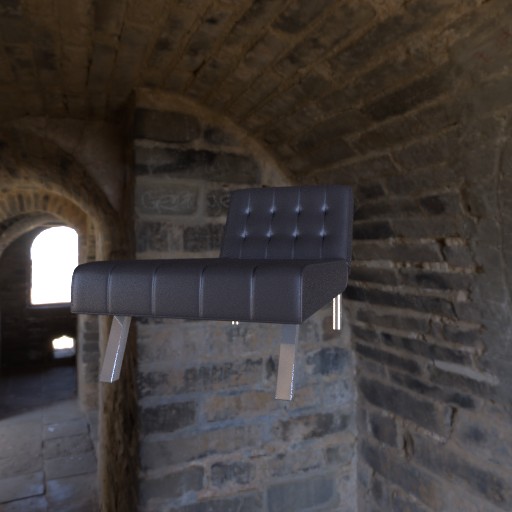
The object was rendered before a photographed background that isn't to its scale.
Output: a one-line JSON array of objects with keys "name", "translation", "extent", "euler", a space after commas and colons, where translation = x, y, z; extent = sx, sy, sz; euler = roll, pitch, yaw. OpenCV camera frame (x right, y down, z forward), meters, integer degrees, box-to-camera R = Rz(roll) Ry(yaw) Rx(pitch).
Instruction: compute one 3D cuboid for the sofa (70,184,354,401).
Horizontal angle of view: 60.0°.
[{"name": "sofa", "translation": [0.000, 0.000, 2.016], "extent": [0.760, 0.820, 1.560], "euler": [0, 0, 17]}]
